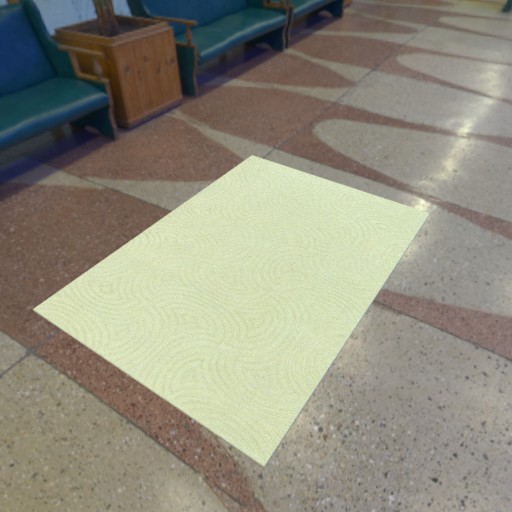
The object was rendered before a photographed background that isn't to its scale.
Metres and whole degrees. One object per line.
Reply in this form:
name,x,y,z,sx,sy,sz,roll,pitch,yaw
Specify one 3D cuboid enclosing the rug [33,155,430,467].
rug,0.000,0.000,2.784,1.526,0.015,2.132,24,46,25
